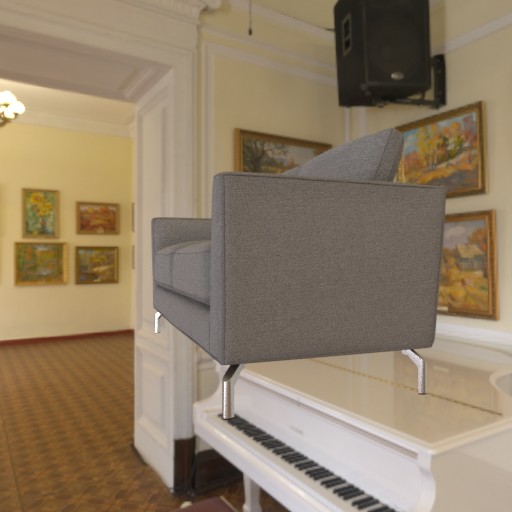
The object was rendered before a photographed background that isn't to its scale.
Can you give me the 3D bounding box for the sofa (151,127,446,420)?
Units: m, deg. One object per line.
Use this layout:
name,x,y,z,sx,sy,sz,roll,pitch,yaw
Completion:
sofa,0.000,0.000,2.089,0.803,0.924,1.594,0,0,-20
